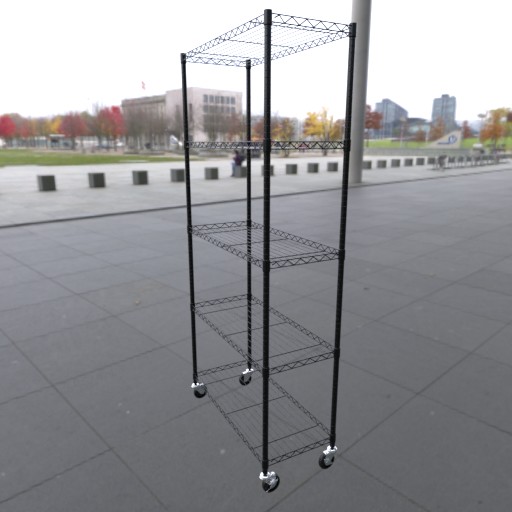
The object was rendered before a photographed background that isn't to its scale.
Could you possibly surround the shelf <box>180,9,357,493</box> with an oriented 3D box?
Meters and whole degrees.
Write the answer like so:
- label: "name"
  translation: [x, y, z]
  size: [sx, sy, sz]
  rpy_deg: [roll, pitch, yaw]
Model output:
- label: "shelf"
  translation: [0.000, 0.000, 1.843]
  size: [0.356, 1.645, 0.762]
  rpy_deg: [-8, 16, -27]
